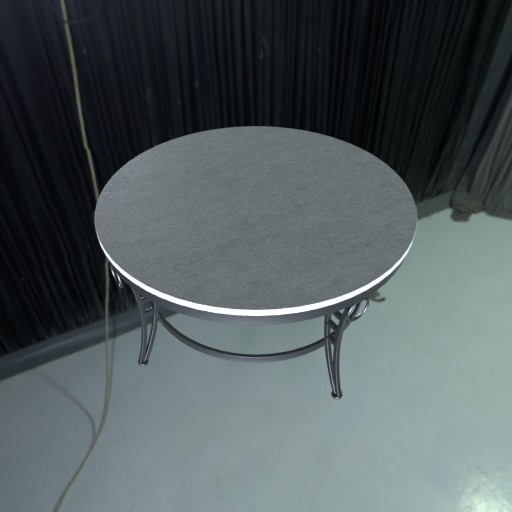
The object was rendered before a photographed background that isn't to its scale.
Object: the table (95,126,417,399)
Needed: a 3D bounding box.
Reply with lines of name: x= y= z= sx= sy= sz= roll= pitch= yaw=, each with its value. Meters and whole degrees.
table: x=0.000 y=0.000 z=1.420 sx=0.889 sy=0.470 sz=0.889 roll=0 pitch=41 yaw=0
